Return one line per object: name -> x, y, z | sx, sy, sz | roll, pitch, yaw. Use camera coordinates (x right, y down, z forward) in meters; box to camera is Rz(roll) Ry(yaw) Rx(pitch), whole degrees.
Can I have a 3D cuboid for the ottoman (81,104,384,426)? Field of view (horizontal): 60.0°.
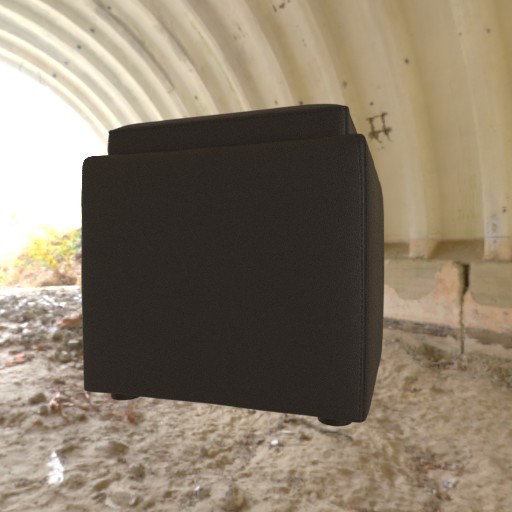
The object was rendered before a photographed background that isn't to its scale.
ottoman -> 0.000, 0.000, 0.832 | 0.451, 0.460, 0.450 | 0, 0, 18
